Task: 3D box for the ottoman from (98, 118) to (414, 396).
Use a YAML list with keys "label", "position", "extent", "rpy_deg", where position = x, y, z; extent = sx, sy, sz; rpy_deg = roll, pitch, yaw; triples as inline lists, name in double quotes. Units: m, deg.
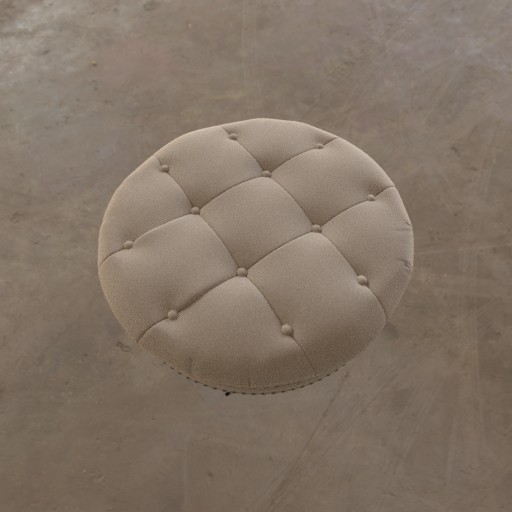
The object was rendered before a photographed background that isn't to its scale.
- label: "ottoman"
  position: [0.000, 0.000, 1.402]
  extent: [0.901, 0.439, 0.901]
  rpy_deg: [0, 59, 0]
